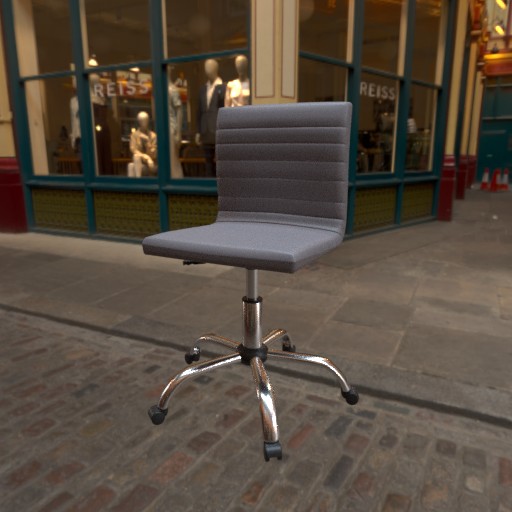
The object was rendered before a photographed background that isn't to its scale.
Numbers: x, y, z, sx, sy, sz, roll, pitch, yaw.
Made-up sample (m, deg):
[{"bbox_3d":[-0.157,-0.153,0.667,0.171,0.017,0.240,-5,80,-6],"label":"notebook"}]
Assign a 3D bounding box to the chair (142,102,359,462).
[{"bbox_3d":[0.000,0.000,1.158,0.556,0.780,0.530,7,15,26],"label":"chair"}]
